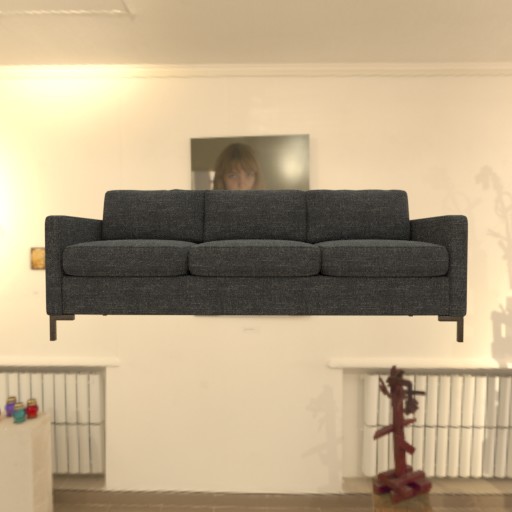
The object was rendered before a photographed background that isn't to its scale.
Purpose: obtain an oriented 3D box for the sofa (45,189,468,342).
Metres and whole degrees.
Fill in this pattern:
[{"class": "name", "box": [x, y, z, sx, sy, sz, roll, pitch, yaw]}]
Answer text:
[{"class": "sofa", "box": [0.000, 0.000, 2.714, 2.218, 0.874, 0.859, 0, 2, 1]}]
